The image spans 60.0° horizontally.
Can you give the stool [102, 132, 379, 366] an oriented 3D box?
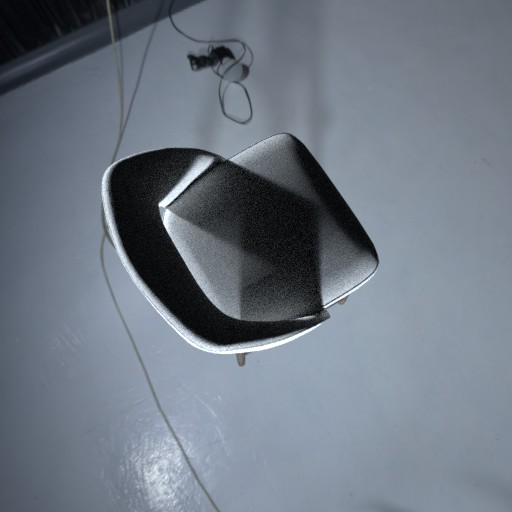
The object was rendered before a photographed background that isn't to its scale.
[{"bbox_3d":[0.000,0.000,1.210,0.509,0.940,0.494,-31,78,-7],"label":"stool"}]
